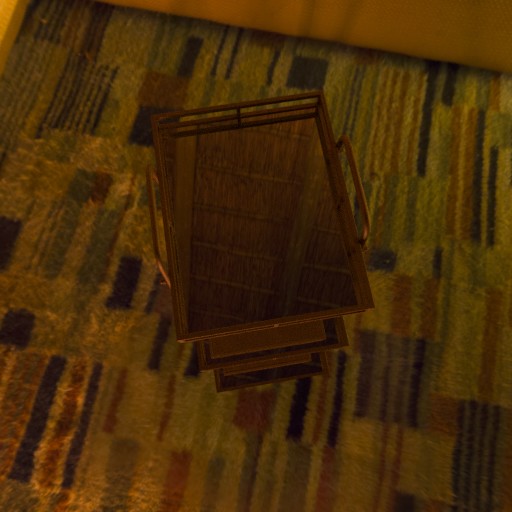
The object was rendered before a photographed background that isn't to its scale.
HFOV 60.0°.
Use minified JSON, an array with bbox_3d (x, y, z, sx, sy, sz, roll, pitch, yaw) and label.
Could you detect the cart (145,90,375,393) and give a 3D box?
[{"bbox_3d":[0.000,0.000,1.267,0.441,0.883,0.711,-9,75,-3],"label":"cart"}]
